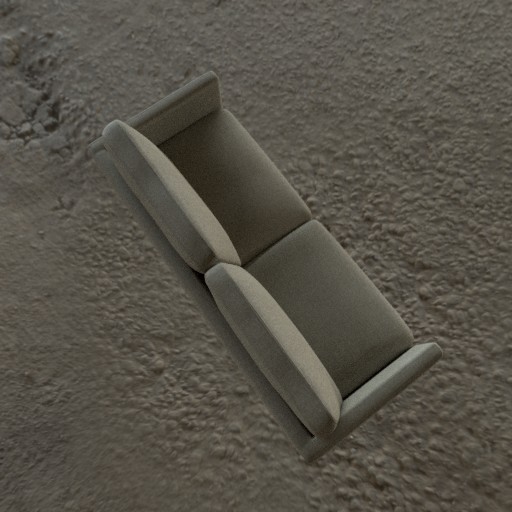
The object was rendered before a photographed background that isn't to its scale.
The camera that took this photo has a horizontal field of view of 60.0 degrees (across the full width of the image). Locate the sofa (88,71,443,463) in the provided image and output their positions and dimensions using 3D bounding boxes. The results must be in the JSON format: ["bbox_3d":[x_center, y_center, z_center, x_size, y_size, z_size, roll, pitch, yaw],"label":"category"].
[{"bbox_3d":[0.000,0.000,2.762,0.956,0.960,2.208,-35,78,-9],"label":"sofa"}]
